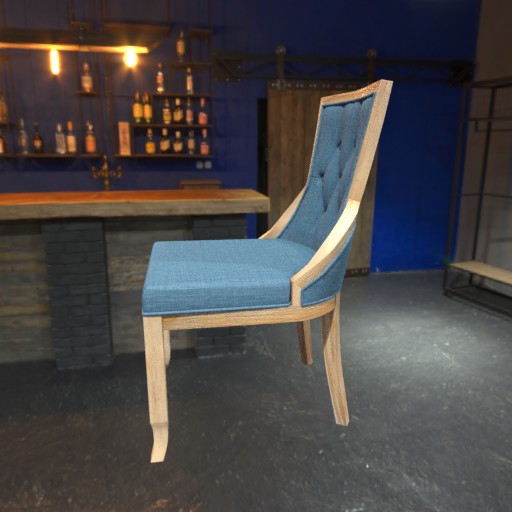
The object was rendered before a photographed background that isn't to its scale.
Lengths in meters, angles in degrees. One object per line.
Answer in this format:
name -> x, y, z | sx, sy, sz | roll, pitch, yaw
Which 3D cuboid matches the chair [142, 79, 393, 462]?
chair -> 0.000, 0.000, 1.329 | 0.641, 0.947, 0.524 | -2, 15, -10
